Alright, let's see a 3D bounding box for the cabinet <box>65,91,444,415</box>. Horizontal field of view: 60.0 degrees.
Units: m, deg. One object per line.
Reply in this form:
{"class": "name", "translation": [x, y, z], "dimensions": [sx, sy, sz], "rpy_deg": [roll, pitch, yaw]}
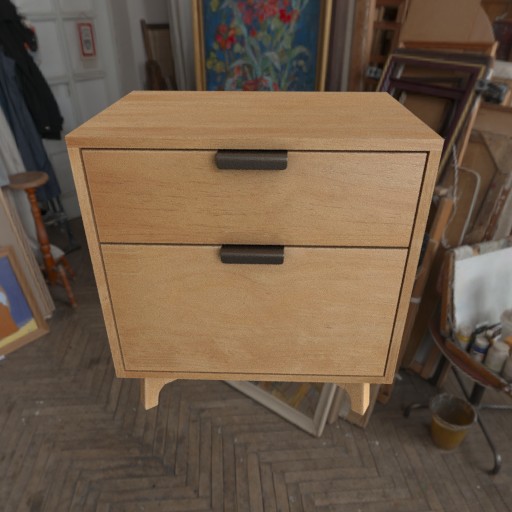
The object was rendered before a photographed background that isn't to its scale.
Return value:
{"class": "cabinet", "translation": [0.000, 0.000, 0.945], "dimensions": [0.551, 0.599, 0.394], "rpy_deg": [1, 30, 2]}
